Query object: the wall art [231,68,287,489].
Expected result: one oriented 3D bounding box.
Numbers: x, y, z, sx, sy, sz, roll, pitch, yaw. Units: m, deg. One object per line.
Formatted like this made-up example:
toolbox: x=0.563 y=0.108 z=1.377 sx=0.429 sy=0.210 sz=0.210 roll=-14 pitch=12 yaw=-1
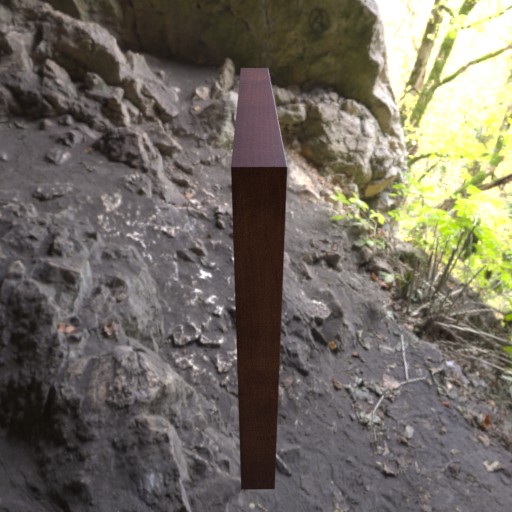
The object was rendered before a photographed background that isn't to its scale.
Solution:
wall art: x=0.000 y=0.000 z=0.566 sx=0.038 sy=0.385 sz=0.386 roll=0 pitch=32 yaw=-1
